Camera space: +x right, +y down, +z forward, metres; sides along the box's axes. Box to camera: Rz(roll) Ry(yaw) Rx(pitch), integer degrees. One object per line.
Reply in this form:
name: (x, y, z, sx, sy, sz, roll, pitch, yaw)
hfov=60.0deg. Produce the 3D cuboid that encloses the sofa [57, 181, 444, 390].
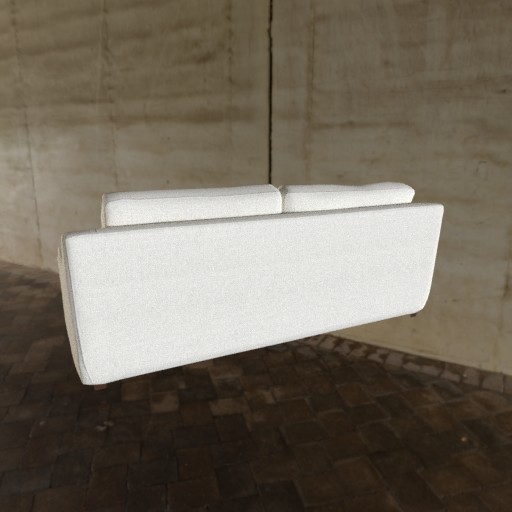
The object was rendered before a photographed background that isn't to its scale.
sofa: (0.000, 0.000, 3.053, 2.470, 1.022, 1.009, -7, 16, -26)
